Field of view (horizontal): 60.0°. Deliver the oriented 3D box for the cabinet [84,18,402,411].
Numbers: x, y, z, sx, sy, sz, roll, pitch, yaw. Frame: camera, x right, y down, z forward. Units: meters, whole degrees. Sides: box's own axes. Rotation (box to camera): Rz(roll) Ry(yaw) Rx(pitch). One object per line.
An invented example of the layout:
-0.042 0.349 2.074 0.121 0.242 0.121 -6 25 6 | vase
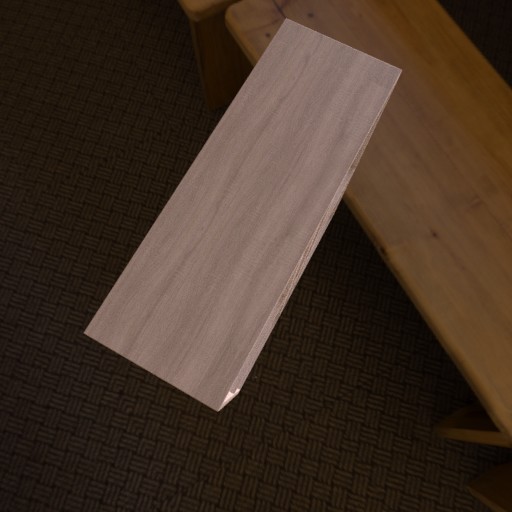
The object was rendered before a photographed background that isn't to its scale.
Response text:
0.000 0.000 1.902 0.398 1.388 1.111 28 77 7 | cabinet
